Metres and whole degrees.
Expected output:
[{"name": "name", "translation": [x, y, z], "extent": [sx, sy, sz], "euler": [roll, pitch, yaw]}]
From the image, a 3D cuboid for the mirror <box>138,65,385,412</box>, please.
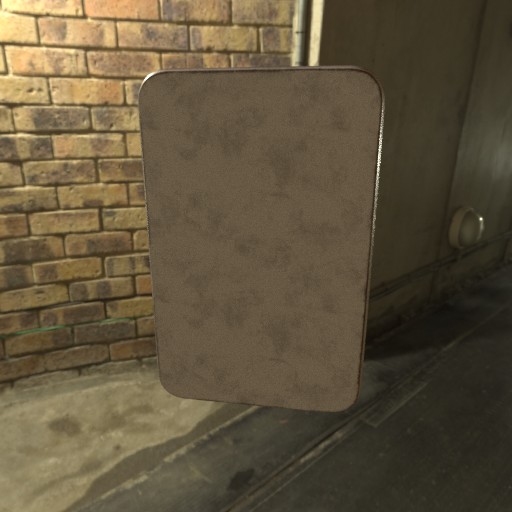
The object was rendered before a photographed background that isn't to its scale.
[{"name": "mirror", "translation": [0.000, 0.000, 0.903], "extent": [0.461, 0.713, 0.024], "euler": [3, 18, 8]}]
